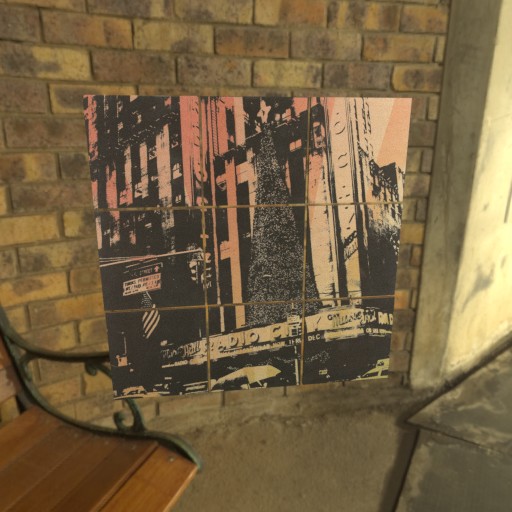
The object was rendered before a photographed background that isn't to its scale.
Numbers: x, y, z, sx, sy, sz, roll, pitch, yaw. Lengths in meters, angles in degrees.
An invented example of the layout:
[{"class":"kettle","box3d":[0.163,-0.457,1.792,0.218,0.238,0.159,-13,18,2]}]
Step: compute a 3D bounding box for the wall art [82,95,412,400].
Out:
[{"class":"wall art","box3d":[0.000,0.000,1.353,0.919,0.917,0.010,-2,16,-8]}]
